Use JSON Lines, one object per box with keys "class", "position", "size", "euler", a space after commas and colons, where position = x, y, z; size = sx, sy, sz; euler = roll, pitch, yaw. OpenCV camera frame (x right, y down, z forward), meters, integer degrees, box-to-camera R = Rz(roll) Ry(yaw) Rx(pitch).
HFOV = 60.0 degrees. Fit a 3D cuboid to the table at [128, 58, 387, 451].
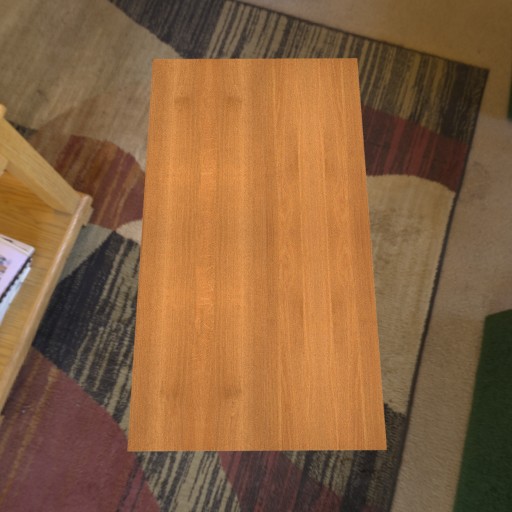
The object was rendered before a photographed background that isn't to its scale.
{"class": "table", "position": [0.000, 0.000, 2.108], "size": [0.900, 0.750, 1.600], "euler": [0, 75, 0]}
